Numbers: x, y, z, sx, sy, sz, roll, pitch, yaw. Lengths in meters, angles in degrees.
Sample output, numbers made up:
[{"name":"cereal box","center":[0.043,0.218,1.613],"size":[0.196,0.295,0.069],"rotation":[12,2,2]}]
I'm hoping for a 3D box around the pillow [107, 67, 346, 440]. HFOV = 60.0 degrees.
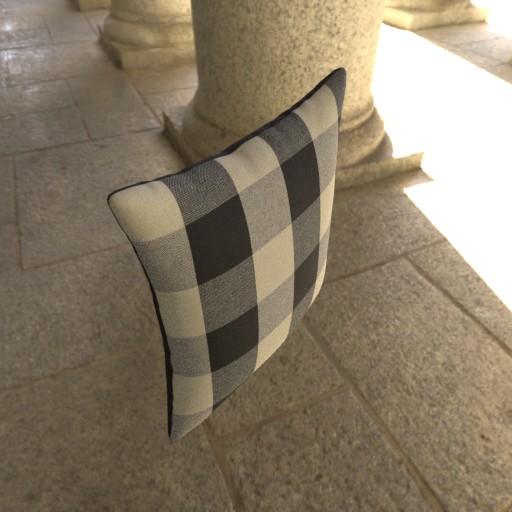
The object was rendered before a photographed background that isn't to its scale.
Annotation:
[{"name":"pillow","center":[0.000,0.000,0.773],"size":[0.161,0.509,0.511],"rotation":[26,47,27]}]
